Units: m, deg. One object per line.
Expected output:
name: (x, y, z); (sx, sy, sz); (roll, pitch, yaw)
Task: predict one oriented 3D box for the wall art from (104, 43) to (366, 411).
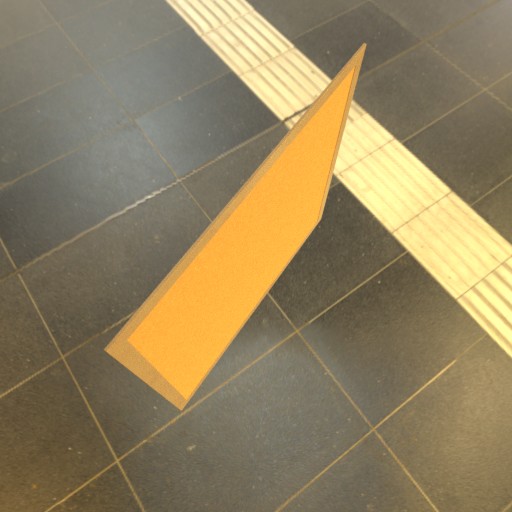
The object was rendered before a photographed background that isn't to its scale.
wall art: (0.000, 0.000, 1.649); (0.025, 1.067, 1.168); (32, 68, 14)
